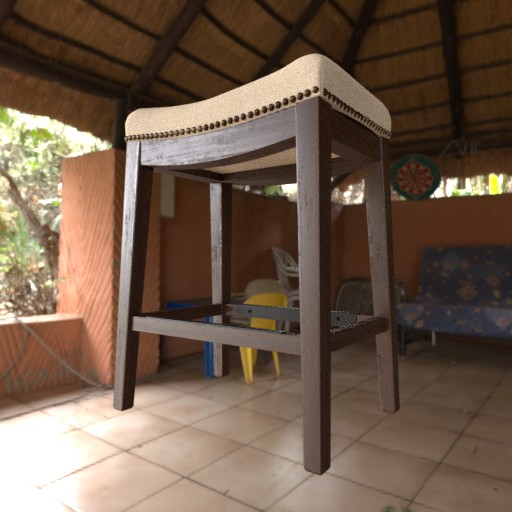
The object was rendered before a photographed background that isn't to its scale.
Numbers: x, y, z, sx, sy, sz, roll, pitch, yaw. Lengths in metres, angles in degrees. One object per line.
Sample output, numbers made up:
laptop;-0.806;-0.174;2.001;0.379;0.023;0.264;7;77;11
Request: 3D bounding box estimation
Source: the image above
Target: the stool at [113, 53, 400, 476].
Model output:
stool;0.000;0.000;0.964;0.509;0.669;0.363;0;0;36
